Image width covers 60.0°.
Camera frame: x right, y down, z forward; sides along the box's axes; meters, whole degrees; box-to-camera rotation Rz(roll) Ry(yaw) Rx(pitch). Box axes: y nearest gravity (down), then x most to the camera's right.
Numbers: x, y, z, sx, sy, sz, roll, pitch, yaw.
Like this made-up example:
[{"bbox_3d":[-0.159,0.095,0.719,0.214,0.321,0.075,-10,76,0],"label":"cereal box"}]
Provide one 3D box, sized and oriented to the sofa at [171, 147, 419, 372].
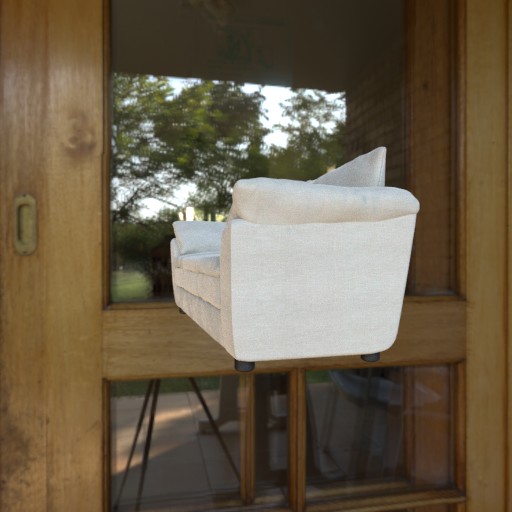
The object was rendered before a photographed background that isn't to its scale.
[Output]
[{"bbox_3d":[0.000,0.000,2.902,0.893,0.981,2.377,0,0,-17],"label":"sofa"}]
